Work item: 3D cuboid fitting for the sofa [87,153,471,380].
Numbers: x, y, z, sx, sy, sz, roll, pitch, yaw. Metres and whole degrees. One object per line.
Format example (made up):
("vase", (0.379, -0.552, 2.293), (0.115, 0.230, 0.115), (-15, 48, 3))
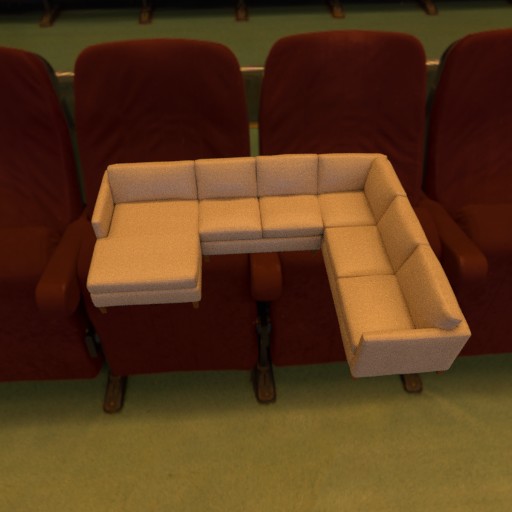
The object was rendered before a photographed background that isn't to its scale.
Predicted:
("sofa", (0.000, 0.000, 4.657), (3.460, 0.961, 2.594), (-3, 47, -3))
